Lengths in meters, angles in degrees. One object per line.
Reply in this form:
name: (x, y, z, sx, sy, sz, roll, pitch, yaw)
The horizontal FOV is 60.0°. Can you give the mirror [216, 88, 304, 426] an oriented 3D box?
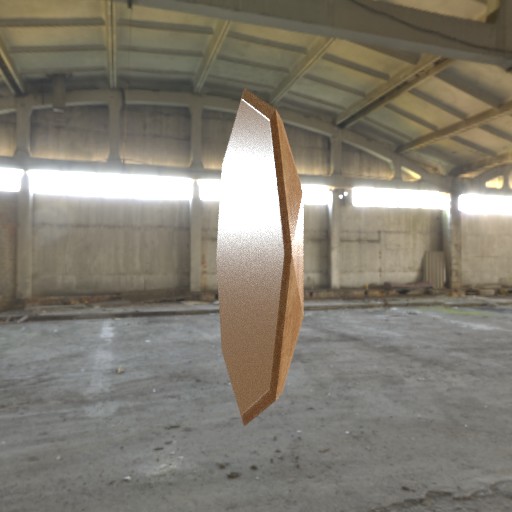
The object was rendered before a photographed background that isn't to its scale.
mirror: (0.000, 0.000, 1.023, 0.070, 0.774, 0.577, 0, -1, -17)
